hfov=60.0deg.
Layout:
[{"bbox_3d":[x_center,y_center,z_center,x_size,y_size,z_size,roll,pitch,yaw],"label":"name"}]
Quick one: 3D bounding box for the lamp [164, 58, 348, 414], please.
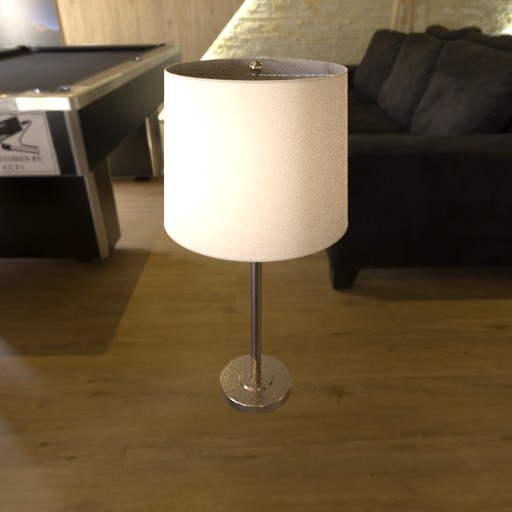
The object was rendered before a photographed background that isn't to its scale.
[{"bbox_3d":[0.000,0.000,0.858,0.333,0.696,0.333,0,30,0],"label":"lamp"}]
